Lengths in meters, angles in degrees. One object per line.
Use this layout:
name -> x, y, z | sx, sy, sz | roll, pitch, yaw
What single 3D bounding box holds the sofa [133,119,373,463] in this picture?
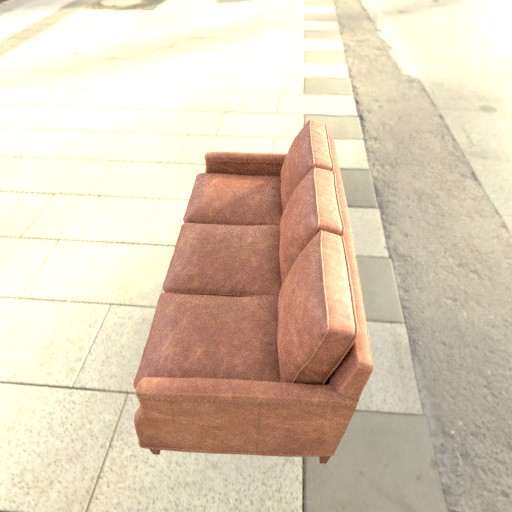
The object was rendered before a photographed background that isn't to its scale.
sofa -> 0.000, 0.000, 2.835 | 1.084, 1.003, 2.246 | 2, 41, 2
